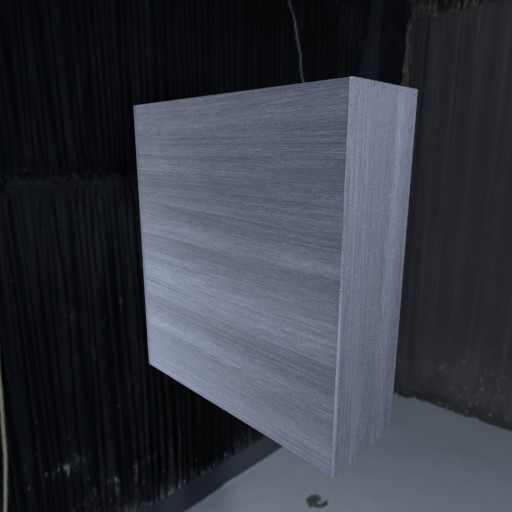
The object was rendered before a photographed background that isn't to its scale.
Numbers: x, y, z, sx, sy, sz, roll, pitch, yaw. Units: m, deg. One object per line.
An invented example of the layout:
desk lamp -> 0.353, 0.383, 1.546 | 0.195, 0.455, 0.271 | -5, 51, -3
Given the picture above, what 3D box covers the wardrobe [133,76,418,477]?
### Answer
wardrobe -> 0.000, 0.000, 2.902 | 0.629, 1.960, 1.780 | -13, 19, -43
